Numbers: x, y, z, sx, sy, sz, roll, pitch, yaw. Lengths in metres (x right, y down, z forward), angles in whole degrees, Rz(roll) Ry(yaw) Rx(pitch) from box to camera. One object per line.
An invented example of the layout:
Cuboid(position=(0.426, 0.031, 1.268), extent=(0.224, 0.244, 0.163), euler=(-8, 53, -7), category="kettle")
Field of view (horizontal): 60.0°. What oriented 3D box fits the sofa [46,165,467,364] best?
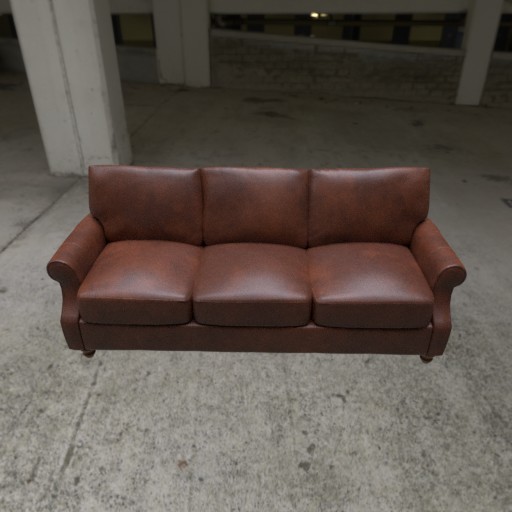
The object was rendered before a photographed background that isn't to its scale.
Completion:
Cuboid(position=(0.000, 0.000, 2.789), extent=(2.351, 0.977, 0.973), euler=(1, 30, 1), category="sofa")
